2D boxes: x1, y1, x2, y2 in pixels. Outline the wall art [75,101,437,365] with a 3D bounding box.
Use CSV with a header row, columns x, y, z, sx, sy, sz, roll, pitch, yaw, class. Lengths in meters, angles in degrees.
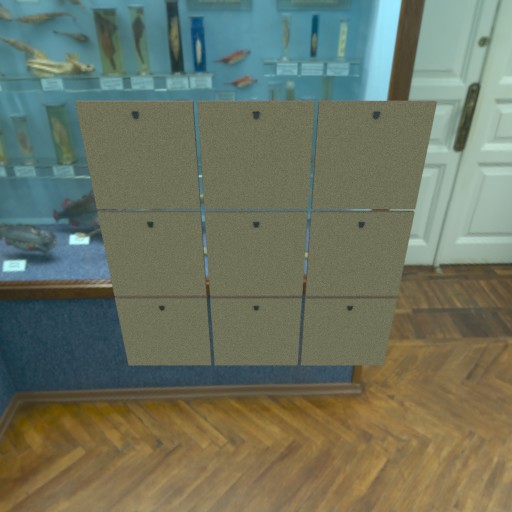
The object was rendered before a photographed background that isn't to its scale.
x,y,z,sx,sy,sz,roll,pitch,yaw,class
0.000,0.000,1.344,0.906,0.904,0.018,0,31,0,wall art
